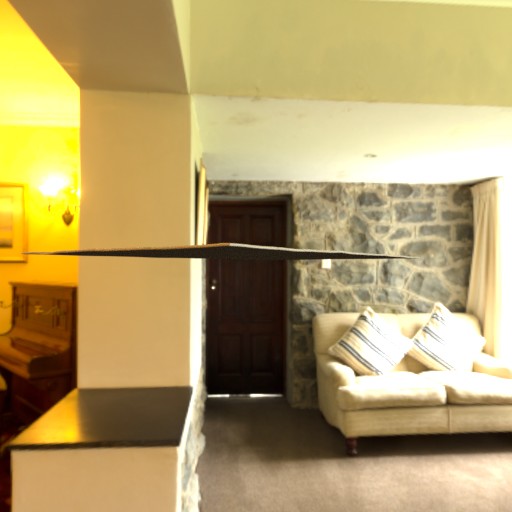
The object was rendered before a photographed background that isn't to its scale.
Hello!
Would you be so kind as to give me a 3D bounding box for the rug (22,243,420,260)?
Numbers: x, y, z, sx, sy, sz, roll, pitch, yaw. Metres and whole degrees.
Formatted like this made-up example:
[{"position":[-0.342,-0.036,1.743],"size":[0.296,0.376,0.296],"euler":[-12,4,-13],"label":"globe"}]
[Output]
[{"position":[0.000,0.000,3.053],"size":[1.531,0.023,2.444],"euler":[-1,-2,36],"label":"rug"}]
